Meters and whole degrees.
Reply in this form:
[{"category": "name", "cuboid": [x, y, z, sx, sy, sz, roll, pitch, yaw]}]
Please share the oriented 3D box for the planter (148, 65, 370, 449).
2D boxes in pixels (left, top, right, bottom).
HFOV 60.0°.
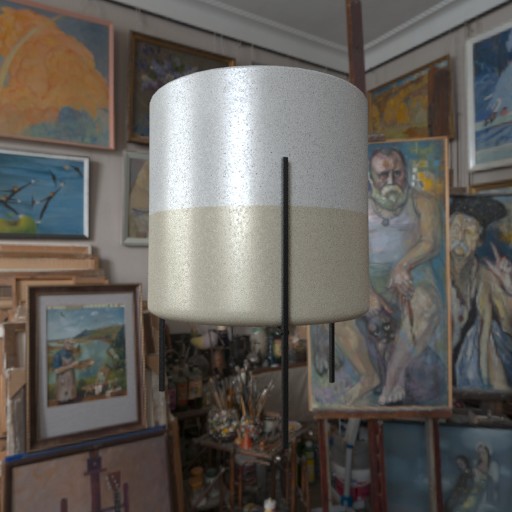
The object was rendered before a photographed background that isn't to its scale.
[{"category": "planter", "cuboid": [0.000, 0.000, 0.741, 0.368, 0.484, 0.359, 0, -1, 20]}]
